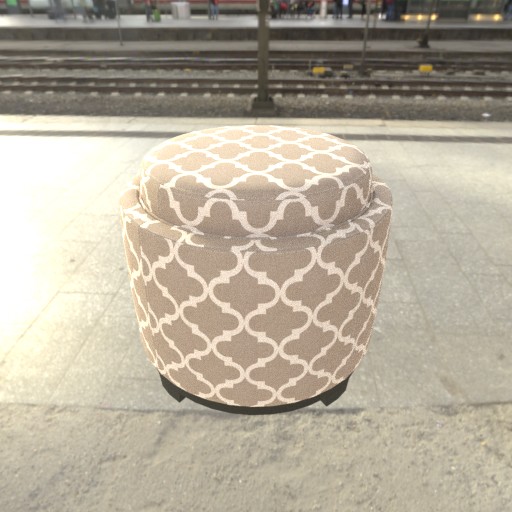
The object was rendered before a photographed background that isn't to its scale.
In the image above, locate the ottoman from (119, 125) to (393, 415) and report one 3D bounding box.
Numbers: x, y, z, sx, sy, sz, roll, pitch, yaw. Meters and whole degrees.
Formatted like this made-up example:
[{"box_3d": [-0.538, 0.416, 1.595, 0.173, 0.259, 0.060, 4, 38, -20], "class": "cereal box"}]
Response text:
[{"box_3d": [0.000, 0.000, 0.861, 0.480, 0.429, 0.480, 0, 30, 0], "class": "ottoman"}]
